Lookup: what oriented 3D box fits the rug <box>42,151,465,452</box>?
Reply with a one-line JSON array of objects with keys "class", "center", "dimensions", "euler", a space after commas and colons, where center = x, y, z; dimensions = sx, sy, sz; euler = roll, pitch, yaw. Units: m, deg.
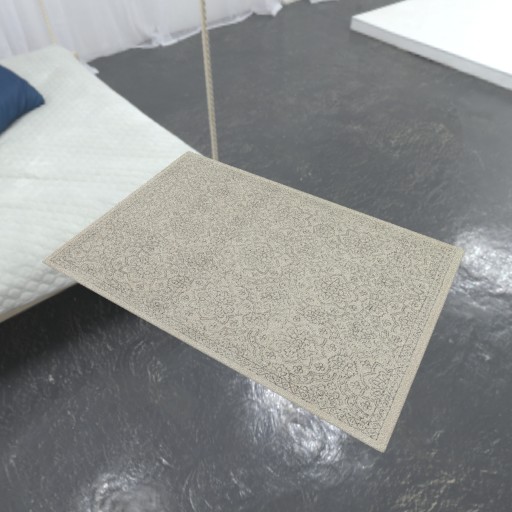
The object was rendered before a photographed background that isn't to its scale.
[{"class": "rug", "center": [0.000, 0.000, 2.868], "dimensions": [2.286, 0.011, 1.524], "euler": [24, 50, 22]}]
